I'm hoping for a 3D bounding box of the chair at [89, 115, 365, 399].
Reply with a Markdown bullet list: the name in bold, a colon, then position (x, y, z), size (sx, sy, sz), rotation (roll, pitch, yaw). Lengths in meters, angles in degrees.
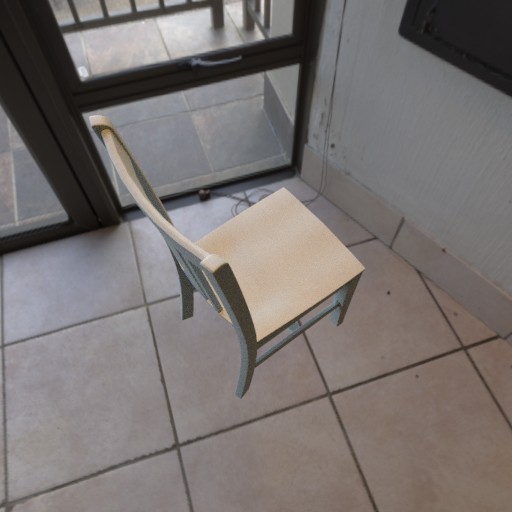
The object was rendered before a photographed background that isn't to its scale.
- **chair**: position (0.000, 0.000, 1.306), size (0.555, 0.998, 0.450), rotation (-33, 64, -18)
